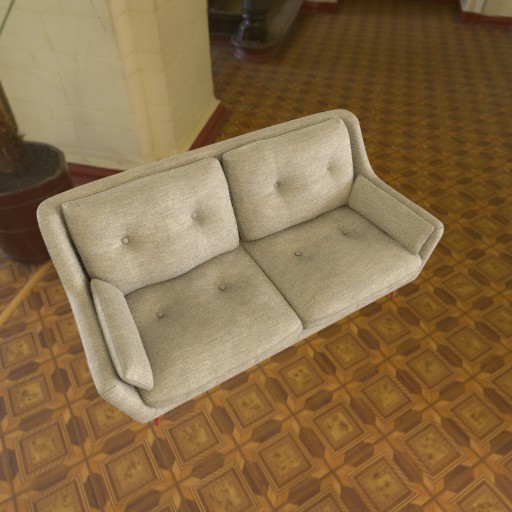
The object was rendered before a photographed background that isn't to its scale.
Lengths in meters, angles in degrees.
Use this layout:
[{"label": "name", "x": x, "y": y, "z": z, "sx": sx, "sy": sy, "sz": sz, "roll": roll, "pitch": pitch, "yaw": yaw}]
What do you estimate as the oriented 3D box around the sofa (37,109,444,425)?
[{"label": "sofa", "x": 0.000, "y": 0.000, "z": 2.387, "sx": 1.930, "sy": 0.897, "sz": 0.976, "roll": -23, "pitch": 49, "yaw": -22}]
